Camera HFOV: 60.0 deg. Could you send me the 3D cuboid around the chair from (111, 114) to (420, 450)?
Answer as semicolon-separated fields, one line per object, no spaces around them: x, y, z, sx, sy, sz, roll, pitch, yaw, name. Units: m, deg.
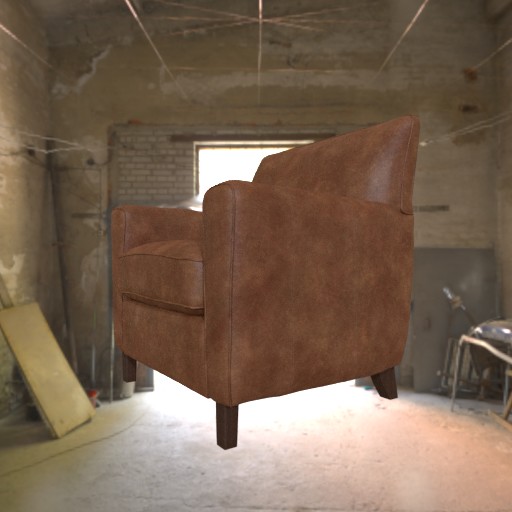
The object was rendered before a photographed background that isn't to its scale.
0.000;0.000;1.579;0.823;0.943;0.870;0;1;-36;chair
